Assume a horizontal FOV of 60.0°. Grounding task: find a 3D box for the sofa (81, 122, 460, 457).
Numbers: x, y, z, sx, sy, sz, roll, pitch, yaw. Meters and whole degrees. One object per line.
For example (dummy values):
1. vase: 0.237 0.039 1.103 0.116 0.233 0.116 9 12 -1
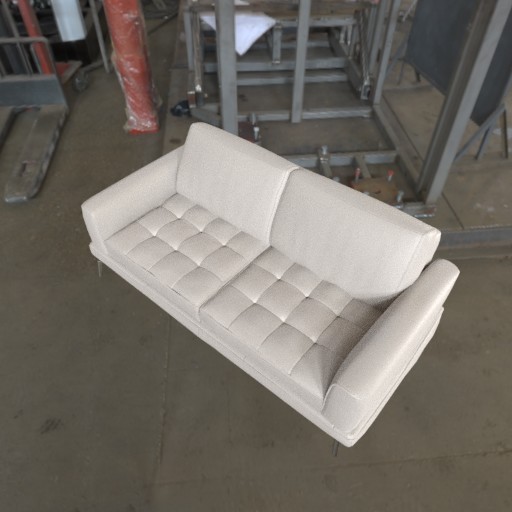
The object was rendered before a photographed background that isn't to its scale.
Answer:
1. sofa: 0.000 0.000 2.770 2.177 0.930 1.121 31 53 27
